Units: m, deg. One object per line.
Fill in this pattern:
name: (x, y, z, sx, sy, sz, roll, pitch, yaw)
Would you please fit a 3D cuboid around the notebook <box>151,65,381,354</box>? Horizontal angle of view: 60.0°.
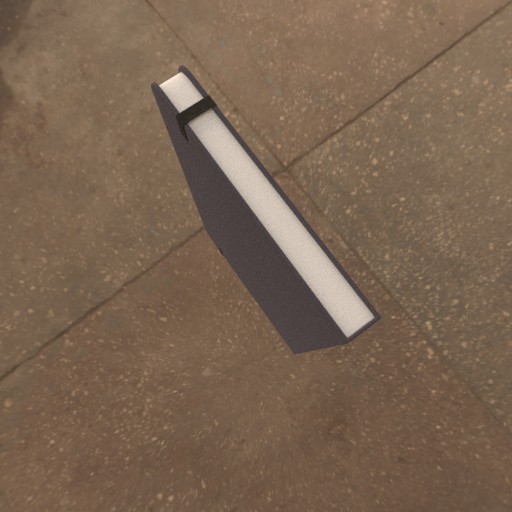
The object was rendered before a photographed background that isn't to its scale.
notebook: (0.000, 0.000, 0.266, 0.016, 0.213, 0.127, -35, 79, -8)
